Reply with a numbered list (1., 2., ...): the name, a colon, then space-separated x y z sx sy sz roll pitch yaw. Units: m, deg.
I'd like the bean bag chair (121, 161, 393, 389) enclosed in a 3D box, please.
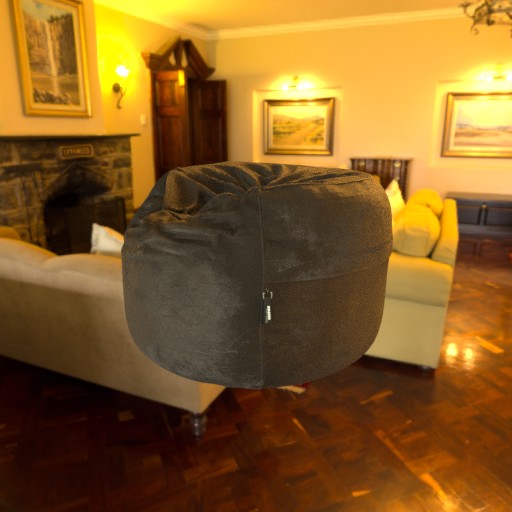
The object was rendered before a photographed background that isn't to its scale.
1. bean bag chair: 0.000 0.000 1.565 0.918 0.605 0.918 0 16 0
